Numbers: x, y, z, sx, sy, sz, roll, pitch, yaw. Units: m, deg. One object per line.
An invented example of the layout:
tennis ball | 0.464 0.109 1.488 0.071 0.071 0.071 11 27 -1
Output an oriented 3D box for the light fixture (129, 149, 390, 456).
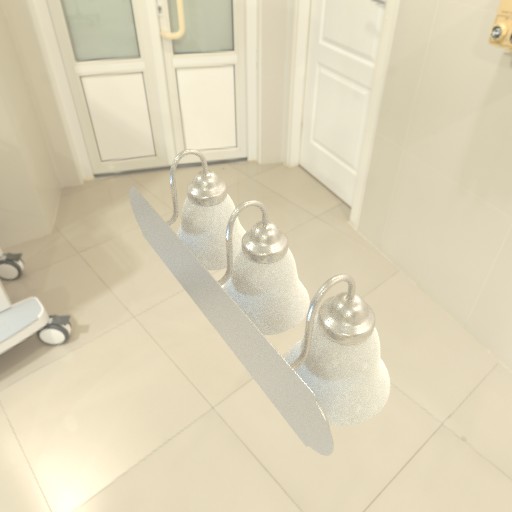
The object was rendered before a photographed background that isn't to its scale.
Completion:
light fixture | 0.000 0.000 0.720 0.199 0.222 0.610 -23 46 -25
